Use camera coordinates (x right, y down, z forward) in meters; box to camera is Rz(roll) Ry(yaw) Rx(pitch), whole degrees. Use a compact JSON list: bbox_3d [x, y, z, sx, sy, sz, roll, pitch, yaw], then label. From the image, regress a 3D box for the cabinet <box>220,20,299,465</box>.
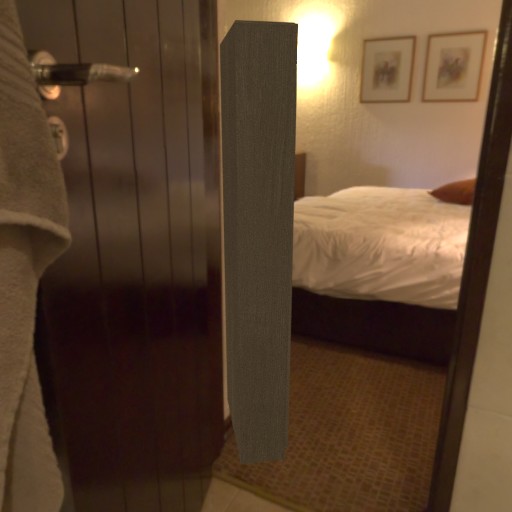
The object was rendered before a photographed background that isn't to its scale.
[{"bbox_3d":[0.000,0.000,1.979,0.230,1.790,0.500,-3,17,-10],"label":"cabinet"}]
